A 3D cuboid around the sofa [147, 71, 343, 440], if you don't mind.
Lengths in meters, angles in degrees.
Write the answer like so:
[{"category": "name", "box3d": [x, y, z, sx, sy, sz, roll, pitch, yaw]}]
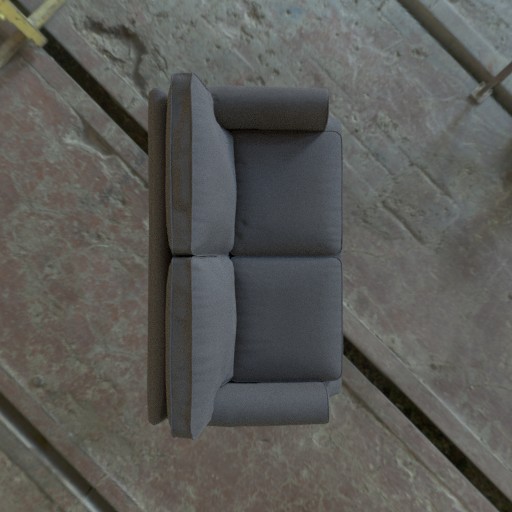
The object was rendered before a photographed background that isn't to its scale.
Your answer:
[{"category": "sofa", "box3d": [0.000, 0.000, 2.277, 0.964, 0.937, 1.665, 0, 90, 0]}]
